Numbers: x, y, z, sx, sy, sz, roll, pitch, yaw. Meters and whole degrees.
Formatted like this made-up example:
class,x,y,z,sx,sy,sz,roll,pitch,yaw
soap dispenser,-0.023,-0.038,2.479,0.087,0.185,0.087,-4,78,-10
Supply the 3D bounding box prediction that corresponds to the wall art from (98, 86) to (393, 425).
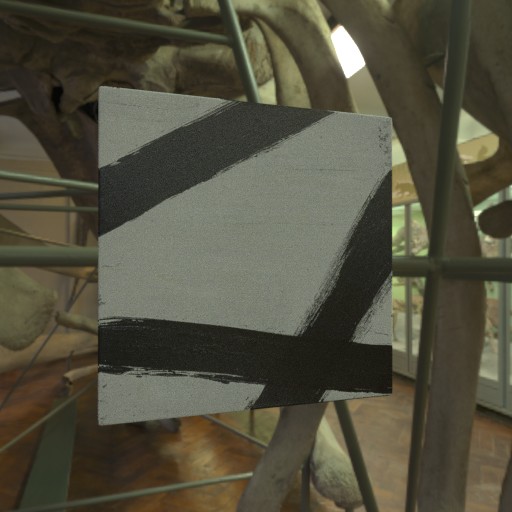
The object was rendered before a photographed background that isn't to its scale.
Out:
class,x,y,z,sx,sy,sz,roll,pitch,yaw
wall art,0.000,0.000,0.758,0.507,0.508,0.050,0,0,-17
